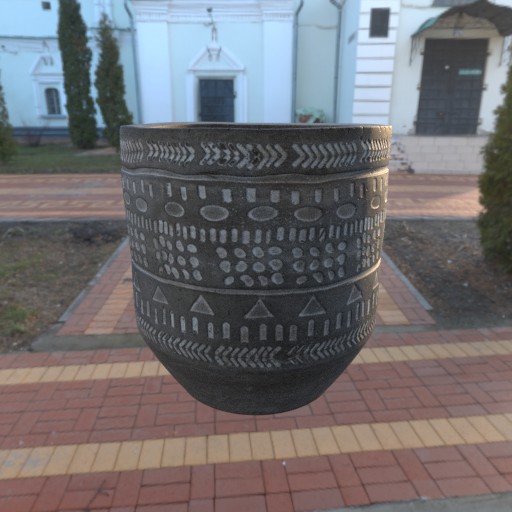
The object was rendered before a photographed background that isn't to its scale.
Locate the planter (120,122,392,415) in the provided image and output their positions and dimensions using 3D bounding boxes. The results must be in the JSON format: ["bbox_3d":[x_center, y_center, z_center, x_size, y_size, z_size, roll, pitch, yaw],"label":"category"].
[{"bbox_3d":[0.000,0.000,0.223,0.122,0.128,0.122,0,18,0],"label":"planter"}]
